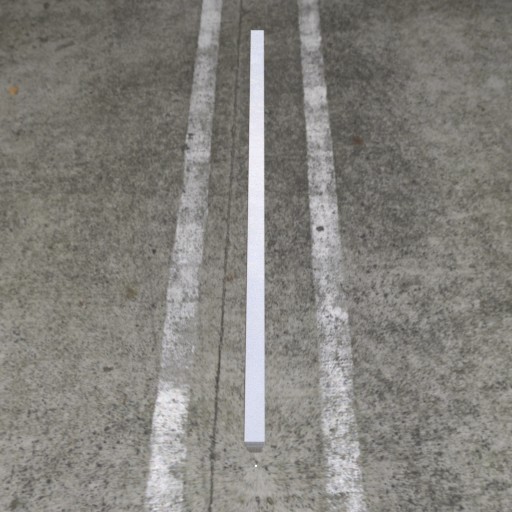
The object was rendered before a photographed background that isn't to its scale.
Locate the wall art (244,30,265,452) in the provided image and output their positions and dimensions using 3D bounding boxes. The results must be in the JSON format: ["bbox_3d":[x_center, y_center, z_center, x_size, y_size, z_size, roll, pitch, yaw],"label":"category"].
[{"bbox_3d":[0.000,0.000,1.435,0.041,0.762,1.145,0,65,0],"label":"wall art"}]
